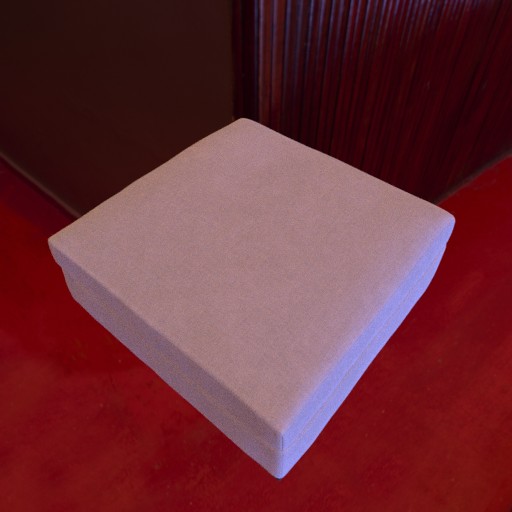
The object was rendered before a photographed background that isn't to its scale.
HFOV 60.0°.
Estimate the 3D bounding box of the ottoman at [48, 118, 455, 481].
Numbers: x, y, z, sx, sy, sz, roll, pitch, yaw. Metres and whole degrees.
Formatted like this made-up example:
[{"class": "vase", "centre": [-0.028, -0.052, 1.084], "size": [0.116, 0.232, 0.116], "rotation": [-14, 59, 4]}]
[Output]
[{"class": "ottoman", "centre": [0.000, 0.000, 1.840], "size": [1.203, 0.517, 1.171], "rotation": [32, 56, 25]}]
